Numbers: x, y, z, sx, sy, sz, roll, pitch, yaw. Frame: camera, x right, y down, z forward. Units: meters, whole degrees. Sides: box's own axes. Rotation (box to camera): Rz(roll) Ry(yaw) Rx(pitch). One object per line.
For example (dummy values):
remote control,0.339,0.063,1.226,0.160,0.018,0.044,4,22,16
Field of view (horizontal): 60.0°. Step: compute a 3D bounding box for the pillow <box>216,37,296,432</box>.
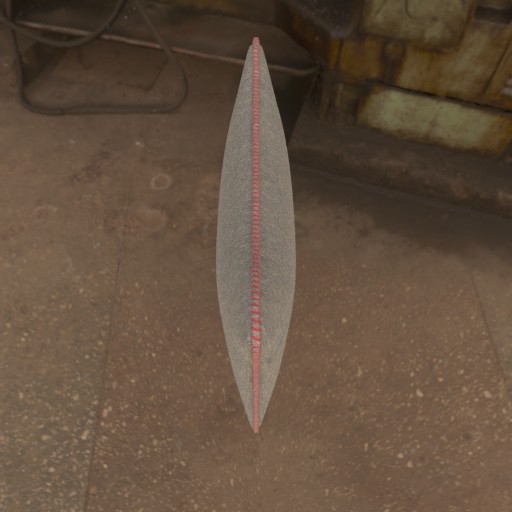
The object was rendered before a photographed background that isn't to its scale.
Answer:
pillow,0.000,0.000,0.738,0.124,0.491,0.482,0,59,0
